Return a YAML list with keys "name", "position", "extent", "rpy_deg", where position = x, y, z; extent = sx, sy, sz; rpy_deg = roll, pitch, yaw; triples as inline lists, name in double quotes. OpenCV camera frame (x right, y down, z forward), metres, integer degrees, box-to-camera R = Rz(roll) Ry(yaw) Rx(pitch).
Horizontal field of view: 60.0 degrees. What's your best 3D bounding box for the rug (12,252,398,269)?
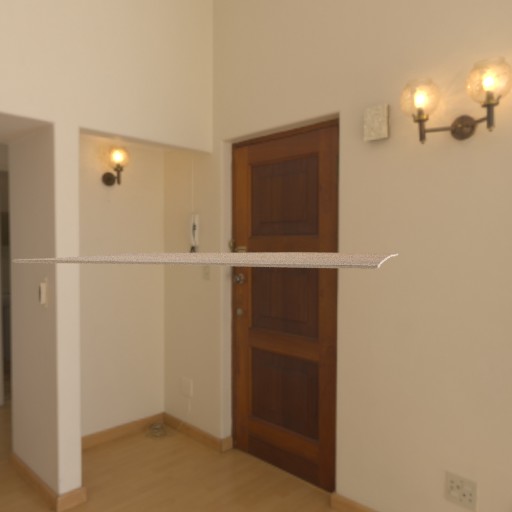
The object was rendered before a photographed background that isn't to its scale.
- name: "rug"
  position: [0.000, 0.000, 4.188]
  extent: [2.467, 0.046, 3.245]
  rpy_deg: [1, 2, 20]
